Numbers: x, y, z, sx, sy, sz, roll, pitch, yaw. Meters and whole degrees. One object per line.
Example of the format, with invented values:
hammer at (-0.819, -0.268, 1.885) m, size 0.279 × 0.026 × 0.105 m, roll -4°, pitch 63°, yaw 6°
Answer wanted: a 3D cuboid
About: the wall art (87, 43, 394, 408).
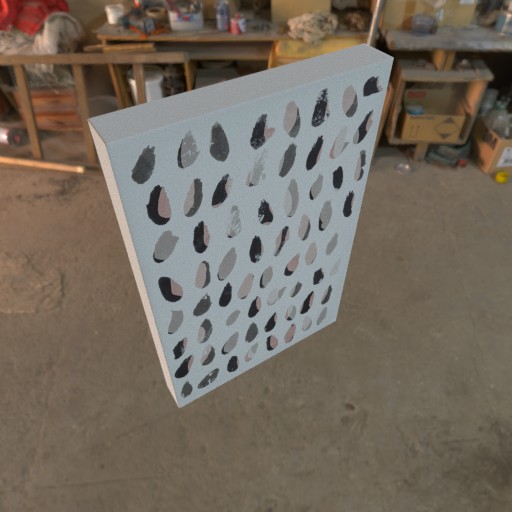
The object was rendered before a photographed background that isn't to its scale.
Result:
wall art at (0.000, 0.000, 0.479) m, size 0.252 × 0.381 × 0.039 m, roll -24°, pitch 51°, yaw -22°
